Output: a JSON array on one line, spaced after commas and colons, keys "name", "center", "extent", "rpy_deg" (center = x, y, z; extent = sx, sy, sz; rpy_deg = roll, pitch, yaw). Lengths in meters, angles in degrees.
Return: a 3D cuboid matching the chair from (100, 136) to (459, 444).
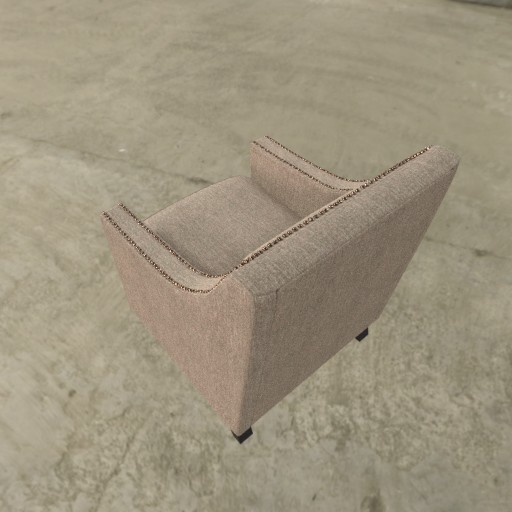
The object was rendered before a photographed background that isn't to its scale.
[{"name": "chair", "center": [0.000, 0.000, 1.610], "extent": [0.776, 0.967, 0.884], "rpy_deg": [-32, 54, -27]}]
